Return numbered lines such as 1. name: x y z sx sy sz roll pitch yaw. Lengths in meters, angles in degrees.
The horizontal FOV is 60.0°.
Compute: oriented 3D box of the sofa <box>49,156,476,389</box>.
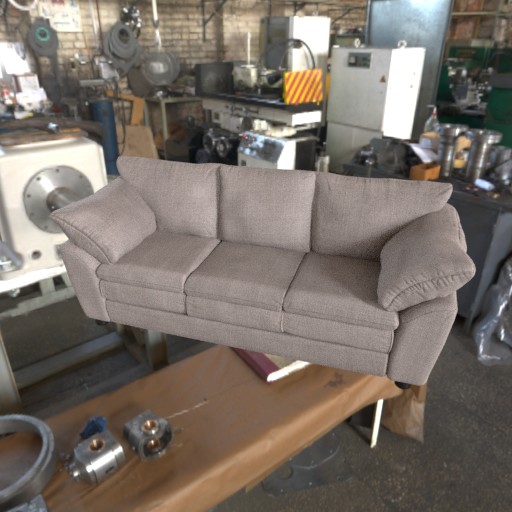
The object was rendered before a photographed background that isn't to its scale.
1. sofa: 0.000 0.000 2.757 2.334 0.996 0.878 8 27 16
